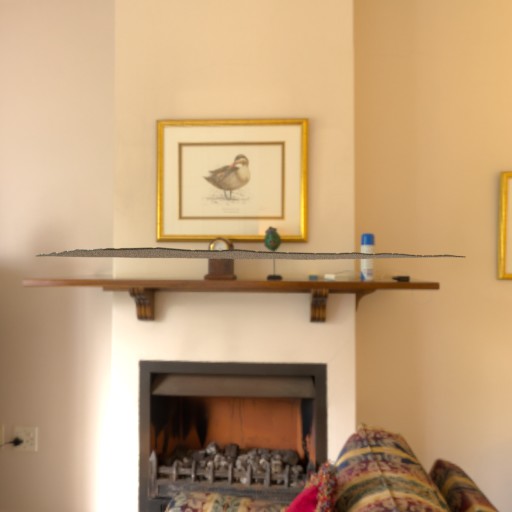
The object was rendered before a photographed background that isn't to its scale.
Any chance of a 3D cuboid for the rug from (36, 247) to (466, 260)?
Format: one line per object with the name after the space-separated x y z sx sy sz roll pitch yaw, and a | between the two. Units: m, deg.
0.000 0.000 2.964 2.448 0.017 1.529 1 -2 -35 | rug
